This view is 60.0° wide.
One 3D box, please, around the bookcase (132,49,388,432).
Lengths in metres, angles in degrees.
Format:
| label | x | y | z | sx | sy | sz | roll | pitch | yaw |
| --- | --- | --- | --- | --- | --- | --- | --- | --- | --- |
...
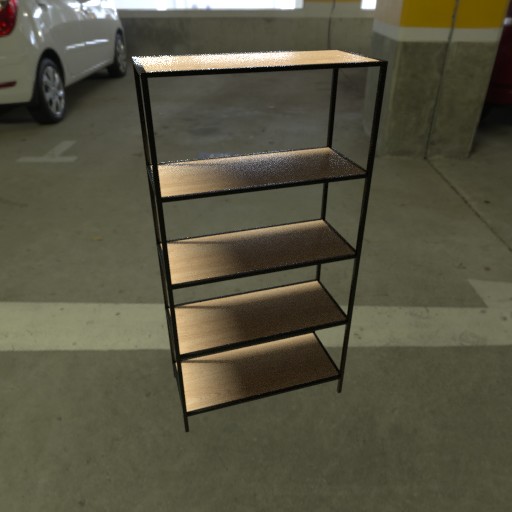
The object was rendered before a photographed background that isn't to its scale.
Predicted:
| label | x | y | z | sx | sy | sz | roll | pitch | yaw |
| --- | --- | --- | --- | --- | --- | --- | --- | --- | --- |
| bookcase | 0.000 | 0.000 | 1.833 | 0.770 | 1.500 | 0.350 | -9 | 32 | -15 |
